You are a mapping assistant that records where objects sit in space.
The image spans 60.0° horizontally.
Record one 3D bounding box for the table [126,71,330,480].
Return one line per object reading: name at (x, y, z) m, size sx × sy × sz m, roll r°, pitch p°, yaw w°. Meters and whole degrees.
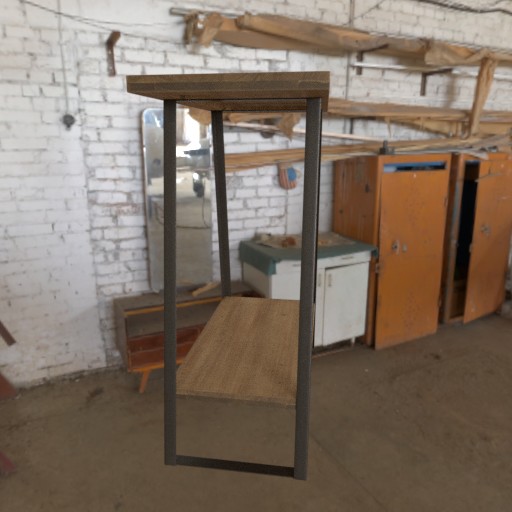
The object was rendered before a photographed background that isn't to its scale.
table at (0.000, 0.000, 1.010) m, size 0.300 × 0.701 × 0.599 m, roll 2°, pitch 15°, yaw 8°
